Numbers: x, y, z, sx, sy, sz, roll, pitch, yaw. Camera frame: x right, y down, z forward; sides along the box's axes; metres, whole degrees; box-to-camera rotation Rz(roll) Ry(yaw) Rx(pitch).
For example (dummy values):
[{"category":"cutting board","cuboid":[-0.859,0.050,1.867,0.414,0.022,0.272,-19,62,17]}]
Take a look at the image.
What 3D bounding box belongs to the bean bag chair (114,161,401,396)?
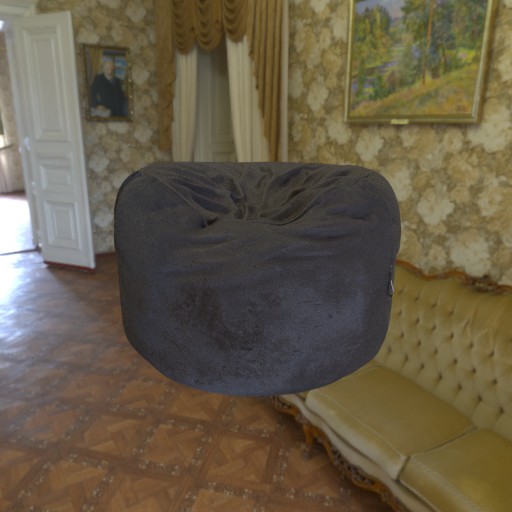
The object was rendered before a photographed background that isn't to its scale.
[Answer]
[{"category":"bean bag chair","cuboid":[0.000,0.000,1.498,0.918,0.605,0.918,0,16,0]}]
